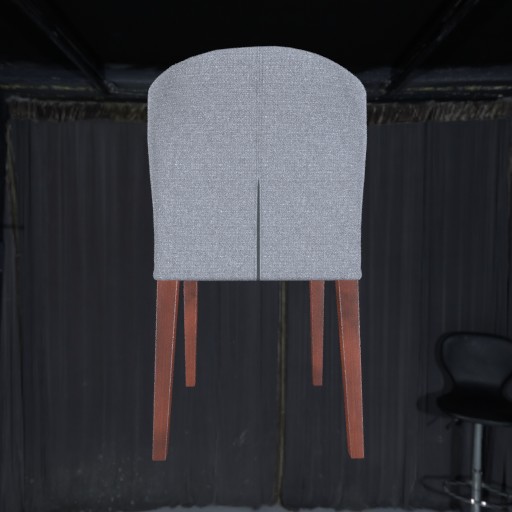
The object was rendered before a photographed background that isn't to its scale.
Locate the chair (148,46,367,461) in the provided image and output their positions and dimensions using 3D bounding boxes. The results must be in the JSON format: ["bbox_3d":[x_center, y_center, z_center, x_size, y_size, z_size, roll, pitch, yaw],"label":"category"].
[{"bbox_3d":[0.000,0.000,1.160,0.491,0.839,0.589,0,1,-1],"label":"chair"}]
